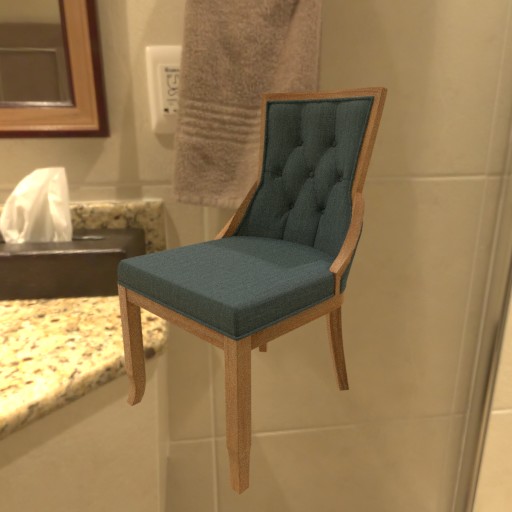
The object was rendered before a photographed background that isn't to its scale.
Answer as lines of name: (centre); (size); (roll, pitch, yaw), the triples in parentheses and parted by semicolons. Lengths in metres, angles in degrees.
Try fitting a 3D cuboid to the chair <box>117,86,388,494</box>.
chair: (0.000, 0.000, 1.315); (0.524, 0.947, 0.641); (16, 23, 42)
